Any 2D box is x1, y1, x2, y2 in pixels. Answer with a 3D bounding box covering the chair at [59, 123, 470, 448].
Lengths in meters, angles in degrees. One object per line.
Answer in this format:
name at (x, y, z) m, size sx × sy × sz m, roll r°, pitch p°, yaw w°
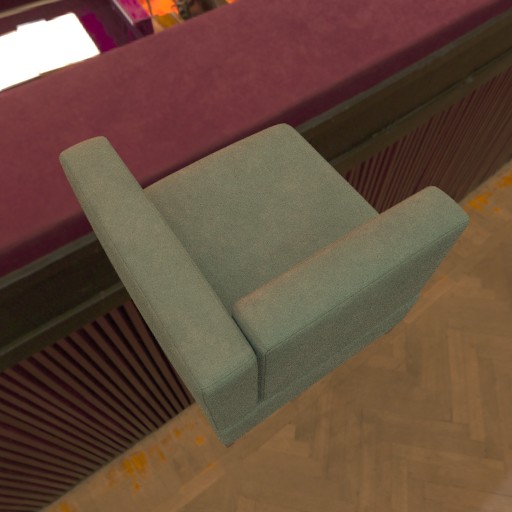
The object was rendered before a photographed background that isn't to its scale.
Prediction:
chair at (0.000, 0.000, 1.216) m, size 0.680 × 0.660 × 0.680 m, roll -30°, pitch 64°, yaw -17°
